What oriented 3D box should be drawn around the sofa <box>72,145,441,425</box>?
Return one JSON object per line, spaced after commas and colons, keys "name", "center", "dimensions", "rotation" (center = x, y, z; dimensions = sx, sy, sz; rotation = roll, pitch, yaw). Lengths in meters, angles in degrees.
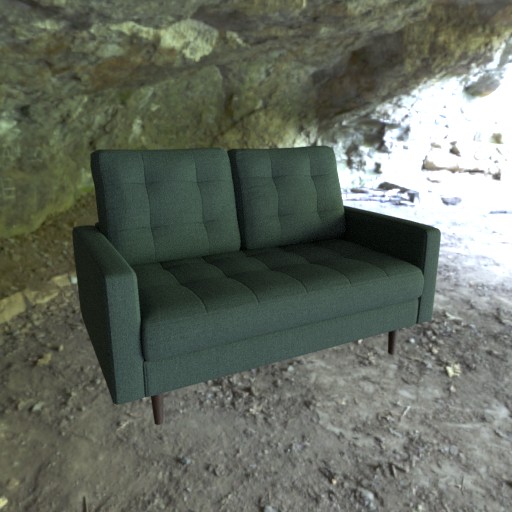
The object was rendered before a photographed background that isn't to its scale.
{"name": "sofa", "center": [0.000, 0.000, 1.936], "dimensions": [1.407, 0.907, 0.842], "rotation": [-8, 18, -27]}
